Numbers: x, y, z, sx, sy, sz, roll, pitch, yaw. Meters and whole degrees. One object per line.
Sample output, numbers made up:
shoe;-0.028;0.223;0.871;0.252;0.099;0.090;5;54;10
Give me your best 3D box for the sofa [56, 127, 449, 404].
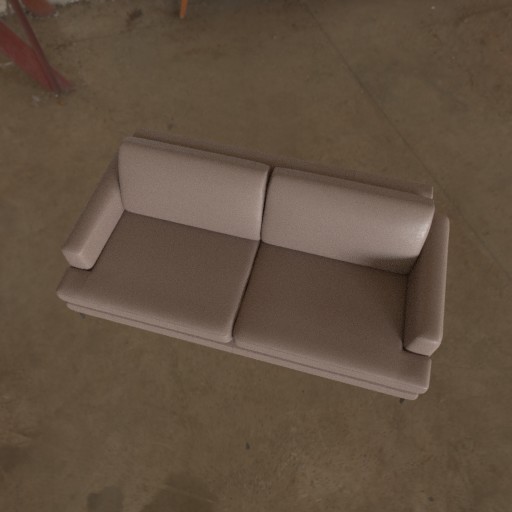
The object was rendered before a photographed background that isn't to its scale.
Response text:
sofa;0.000;0.000;2.402;1.940;0.765;0.974;13;61;8
